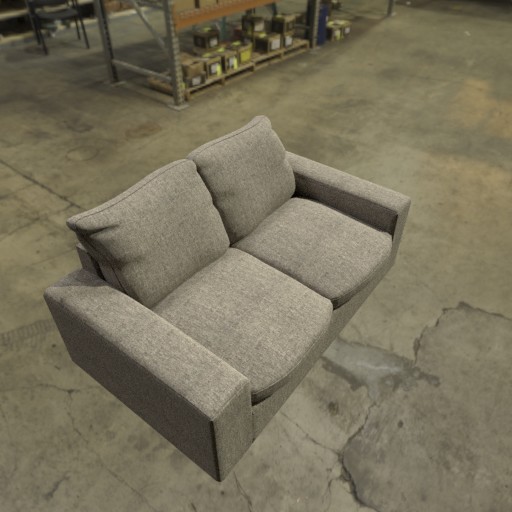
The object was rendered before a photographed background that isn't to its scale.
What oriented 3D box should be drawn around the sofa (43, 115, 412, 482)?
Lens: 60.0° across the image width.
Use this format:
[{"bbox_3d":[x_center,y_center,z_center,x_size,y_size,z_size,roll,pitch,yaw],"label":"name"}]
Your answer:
[{"bbox_3d":[0.000,0.000,2.338,1.094,0.877,1.758,26,47,27],"label":"sofa"}]
